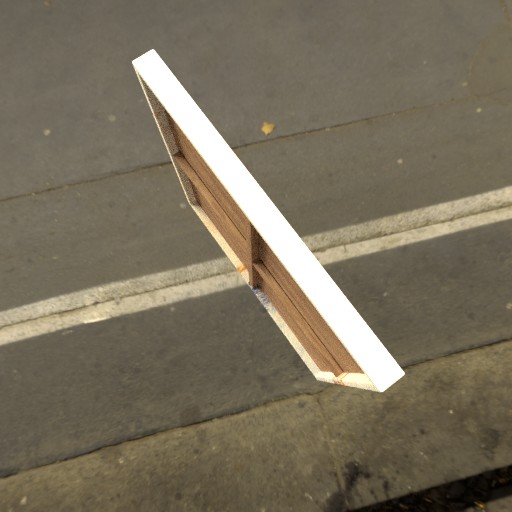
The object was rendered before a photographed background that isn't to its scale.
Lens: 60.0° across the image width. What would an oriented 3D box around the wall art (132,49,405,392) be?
[{"bbox_3d":[0.000,0.000,1.616,0.071,1.061,1.061,-35,78,-8],"label":"wall art"}]
